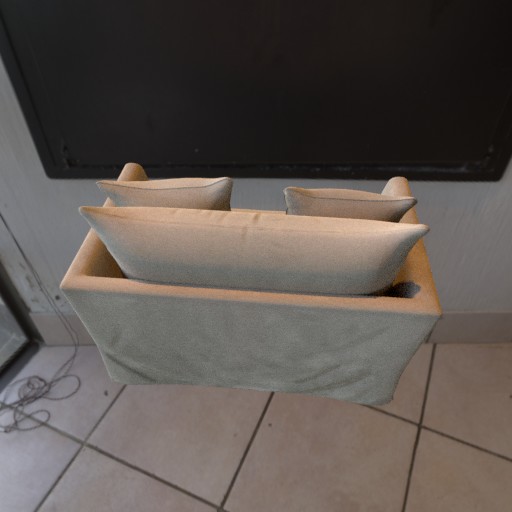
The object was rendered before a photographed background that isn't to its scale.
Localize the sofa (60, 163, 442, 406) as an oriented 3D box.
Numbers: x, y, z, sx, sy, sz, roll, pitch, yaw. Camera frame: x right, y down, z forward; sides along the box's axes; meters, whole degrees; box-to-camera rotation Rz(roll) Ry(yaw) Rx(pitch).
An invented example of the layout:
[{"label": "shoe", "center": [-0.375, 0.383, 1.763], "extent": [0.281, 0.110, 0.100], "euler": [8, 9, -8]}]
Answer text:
[{"label": "sofa", "center": [0.000, 0.000, 2.322], "extent": [1.608, 1.040, 1.035], "euler": [4, 45, 4]}]
